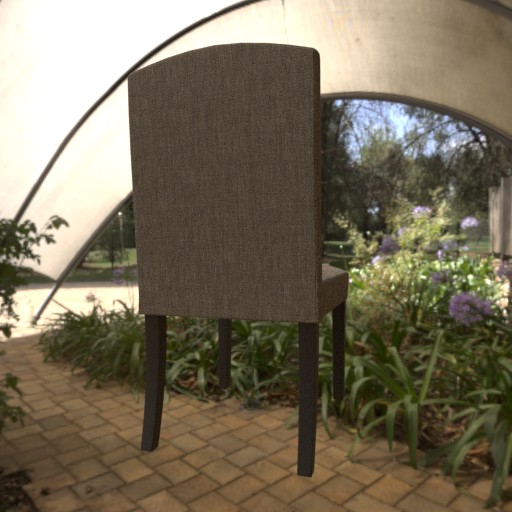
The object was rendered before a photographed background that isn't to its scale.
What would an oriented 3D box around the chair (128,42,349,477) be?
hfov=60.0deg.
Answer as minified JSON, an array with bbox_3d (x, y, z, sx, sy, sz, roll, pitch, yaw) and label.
[{"bbox_3d":[0.000,0.000,1.225,0.451,0.917,0.580,0,1,18],"label":"chair"}]
